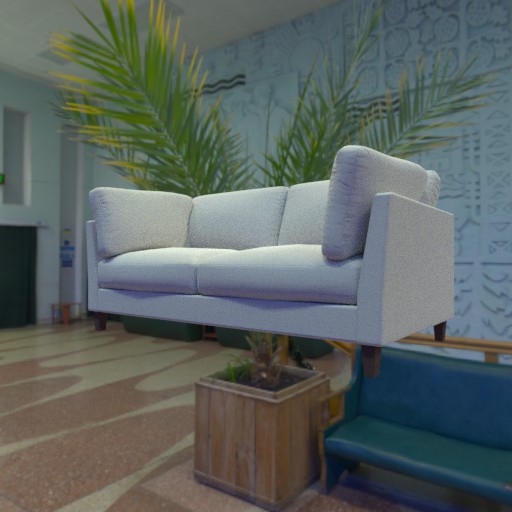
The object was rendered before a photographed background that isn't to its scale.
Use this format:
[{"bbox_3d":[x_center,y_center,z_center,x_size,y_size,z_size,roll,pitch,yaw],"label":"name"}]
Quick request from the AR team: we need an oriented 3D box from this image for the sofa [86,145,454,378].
[{"bbox_3d":[0.000,0.000,2.327,1.776,0.836,0.970,0,-1,38],"label":"sofa"}]
